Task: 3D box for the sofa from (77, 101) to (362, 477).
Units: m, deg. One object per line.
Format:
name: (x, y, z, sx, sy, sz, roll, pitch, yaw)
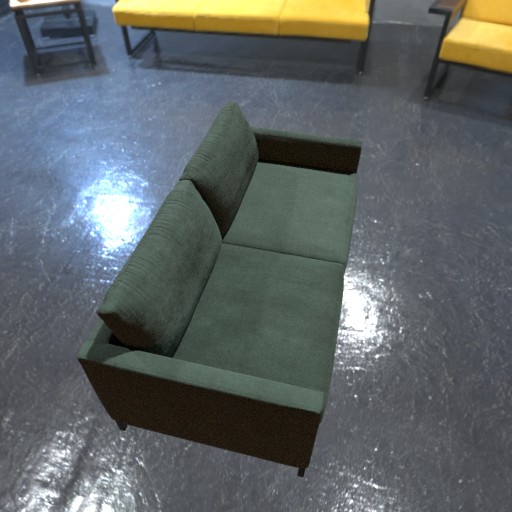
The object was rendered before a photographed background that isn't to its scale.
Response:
sofa: (0.000, 0.000, 2.146, 0.875, 0.817, 1.676, 10, 46, 10)
